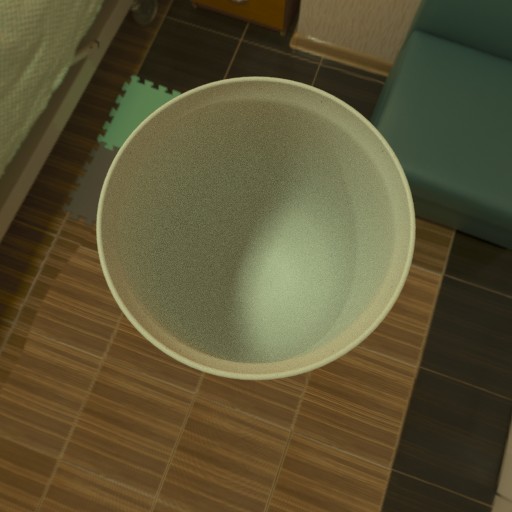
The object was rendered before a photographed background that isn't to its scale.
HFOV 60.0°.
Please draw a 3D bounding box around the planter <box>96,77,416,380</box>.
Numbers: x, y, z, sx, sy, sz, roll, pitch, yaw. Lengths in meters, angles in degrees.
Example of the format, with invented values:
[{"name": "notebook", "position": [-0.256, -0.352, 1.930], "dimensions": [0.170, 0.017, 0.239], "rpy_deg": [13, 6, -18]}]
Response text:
[{"name": "planter", "position": [0.000, 0.000, 0.386], "dimensions": [0.204, 0.214, 0.204], "rpy_deg": [0, 76, 0]}]
